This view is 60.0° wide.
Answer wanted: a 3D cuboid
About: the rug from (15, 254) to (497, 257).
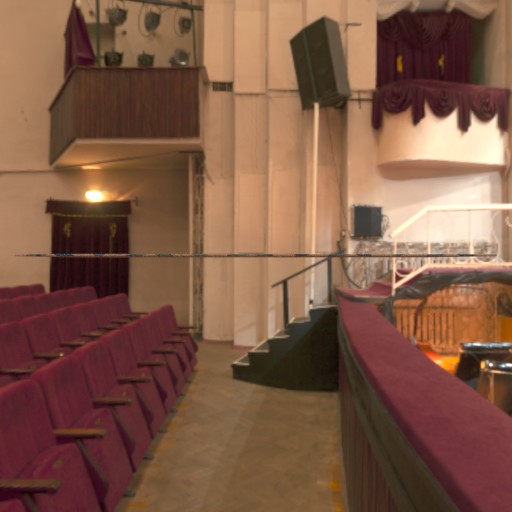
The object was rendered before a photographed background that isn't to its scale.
[{"bbox_3d":[0.000,0.000,1.618,1.492,0.007,0.503,0,-1,0],"label":"rug"}]
